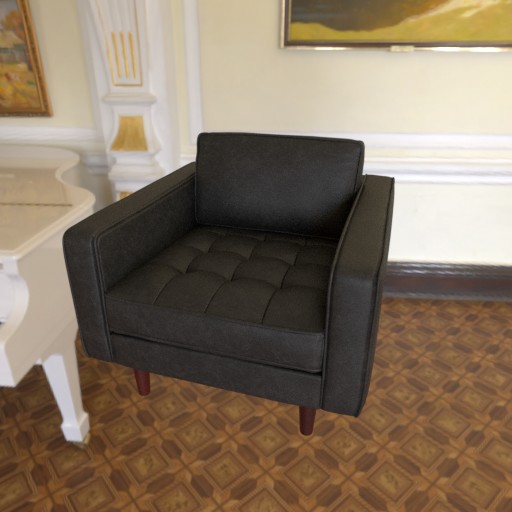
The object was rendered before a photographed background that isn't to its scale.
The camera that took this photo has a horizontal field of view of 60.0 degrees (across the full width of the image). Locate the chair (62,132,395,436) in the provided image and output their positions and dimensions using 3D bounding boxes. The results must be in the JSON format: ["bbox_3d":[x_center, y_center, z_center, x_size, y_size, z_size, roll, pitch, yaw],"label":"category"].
[{"bbox_3d":[0.000,0.000,1.567,0.889,0.763,0.914,8,26,16],"label":"chair"}]
